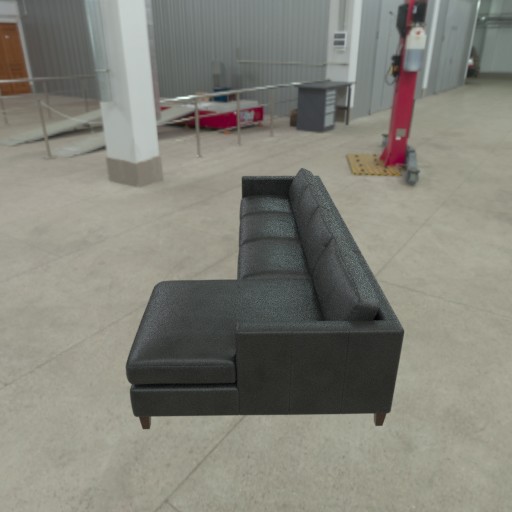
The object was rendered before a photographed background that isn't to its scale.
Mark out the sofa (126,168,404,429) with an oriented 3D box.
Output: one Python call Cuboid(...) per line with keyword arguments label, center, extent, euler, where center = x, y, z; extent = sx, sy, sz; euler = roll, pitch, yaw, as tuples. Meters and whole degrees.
Cuboid(label="sofa", center=(0.000, 0.000, 3.978), extent=(1.581, 0.883, 3.203), euler=(0, 25, -1))
